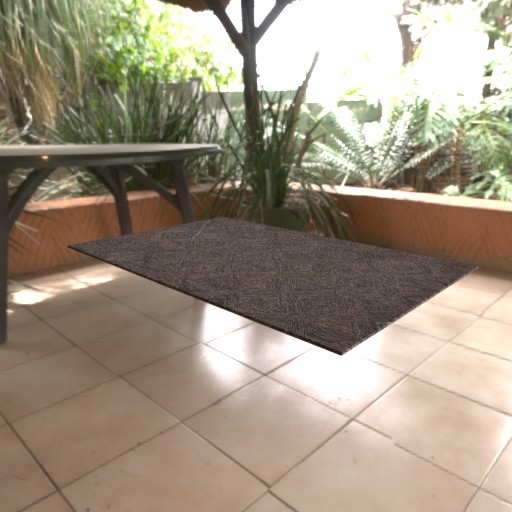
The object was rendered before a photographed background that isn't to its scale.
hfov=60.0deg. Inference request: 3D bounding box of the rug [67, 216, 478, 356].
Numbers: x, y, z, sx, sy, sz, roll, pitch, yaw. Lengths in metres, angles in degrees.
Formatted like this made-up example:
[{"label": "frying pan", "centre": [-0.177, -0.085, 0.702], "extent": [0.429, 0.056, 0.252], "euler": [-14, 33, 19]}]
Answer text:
[{"label": "rug", "centre": [0.000, 0.000, 2.926], "extent": [2.298, 0.017, 1.501], "euler": [15, 22, 41]}]
